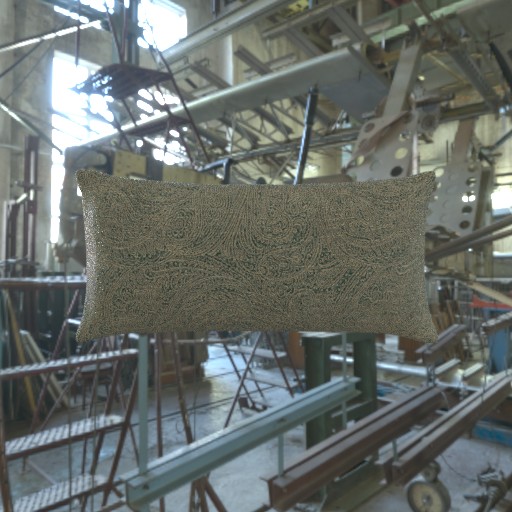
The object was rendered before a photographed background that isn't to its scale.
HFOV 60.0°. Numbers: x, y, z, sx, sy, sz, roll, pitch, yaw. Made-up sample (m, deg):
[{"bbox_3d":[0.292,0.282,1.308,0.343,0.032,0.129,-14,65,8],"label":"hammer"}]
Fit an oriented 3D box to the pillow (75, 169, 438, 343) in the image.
[{"bbox_3d":[0.000,0.000,0.756,0.615,0.295,0.151,0,-2,0],"label":"pillow"}]
